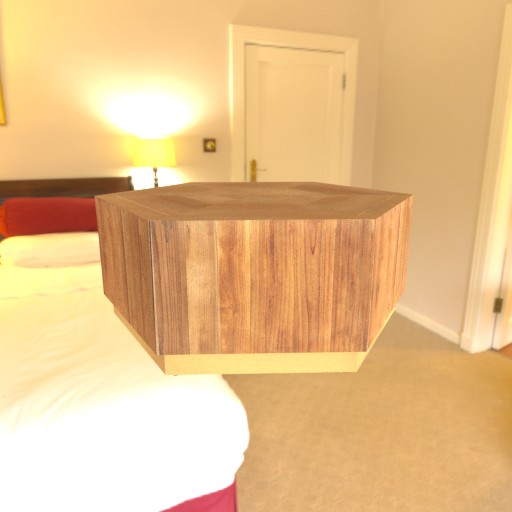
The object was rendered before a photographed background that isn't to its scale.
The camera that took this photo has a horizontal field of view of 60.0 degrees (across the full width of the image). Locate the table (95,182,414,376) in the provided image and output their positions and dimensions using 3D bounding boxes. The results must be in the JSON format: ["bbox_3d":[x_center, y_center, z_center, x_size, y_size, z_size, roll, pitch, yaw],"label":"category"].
[{"bbox_3d":[0.000,0.000,1.662,1.000,0.456,1.154,8,17,27],"label":"table"}]
